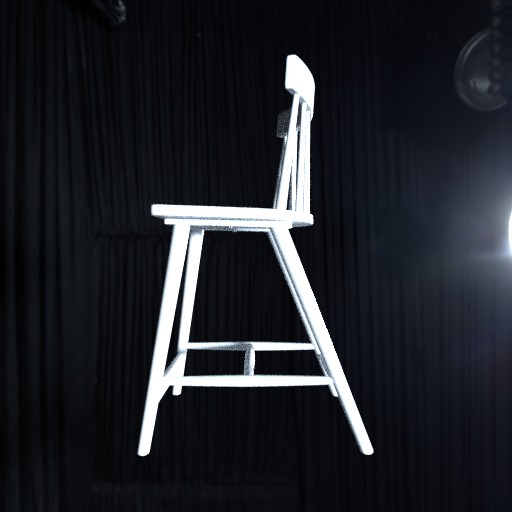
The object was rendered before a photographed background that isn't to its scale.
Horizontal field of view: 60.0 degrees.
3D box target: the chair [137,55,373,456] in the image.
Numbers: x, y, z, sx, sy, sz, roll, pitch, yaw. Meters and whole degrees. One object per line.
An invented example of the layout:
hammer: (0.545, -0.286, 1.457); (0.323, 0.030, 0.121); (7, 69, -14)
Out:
chair: (0.000, 0.000, 1.280); (0.572, 0.952, 0.483); (0, 1, 0)
